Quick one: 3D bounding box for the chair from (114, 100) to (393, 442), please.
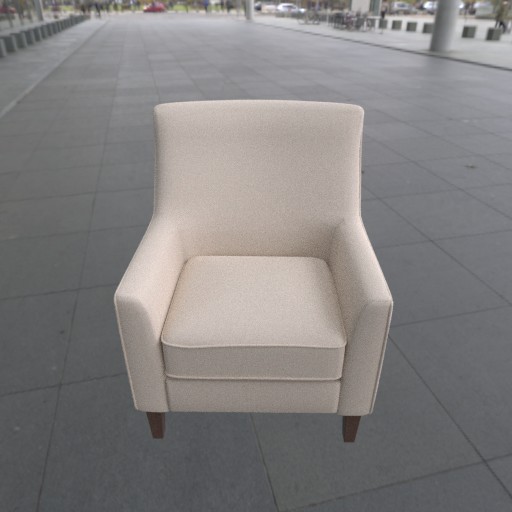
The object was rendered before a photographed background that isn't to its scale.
[{"bbox_3d":[0.000,0.000,1.558,0.756,0.916,0.879,1,30,1],"label":"chair"}]
